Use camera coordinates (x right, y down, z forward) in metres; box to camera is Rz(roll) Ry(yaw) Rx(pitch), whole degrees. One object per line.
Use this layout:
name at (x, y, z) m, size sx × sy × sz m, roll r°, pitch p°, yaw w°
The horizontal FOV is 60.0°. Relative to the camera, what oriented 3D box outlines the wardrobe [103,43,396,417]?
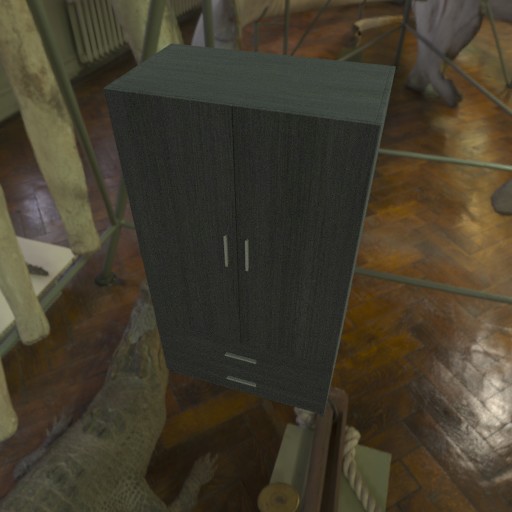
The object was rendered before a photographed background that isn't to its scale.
wardrobe at (0.000, 0.000, 2.280) m, size 0.991 × 1.808 × 0.577 m, roll 12°, pitch 43°, yaw 13°
